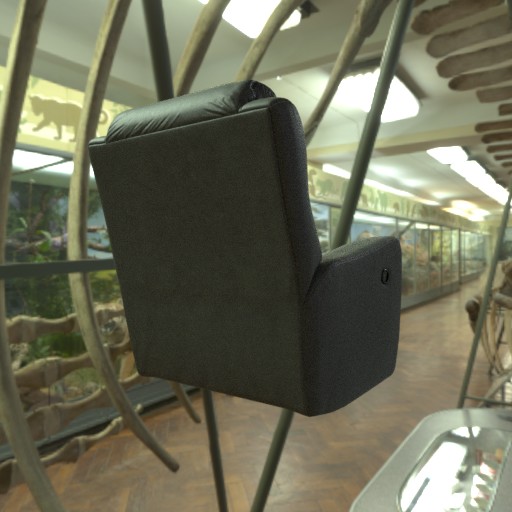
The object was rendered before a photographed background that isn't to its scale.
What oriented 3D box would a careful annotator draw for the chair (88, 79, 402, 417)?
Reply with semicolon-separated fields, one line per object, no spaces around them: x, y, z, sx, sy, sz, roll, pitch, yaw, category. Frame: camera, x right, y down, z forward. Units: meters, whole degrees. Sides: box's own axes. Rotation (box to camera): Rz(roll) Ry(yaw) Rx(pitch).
0.000;0.000;1.893;0.965;1.116;1.068;1;1;35;chair
